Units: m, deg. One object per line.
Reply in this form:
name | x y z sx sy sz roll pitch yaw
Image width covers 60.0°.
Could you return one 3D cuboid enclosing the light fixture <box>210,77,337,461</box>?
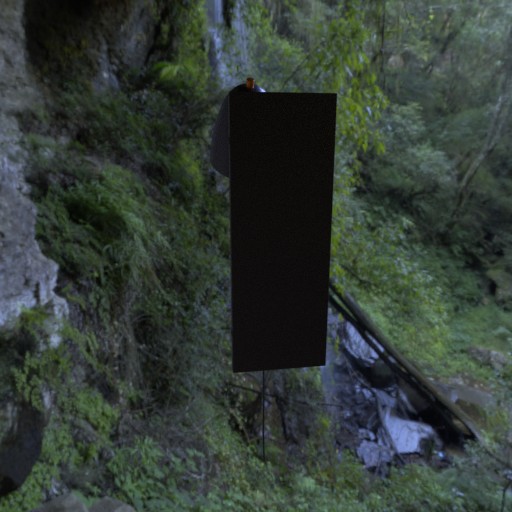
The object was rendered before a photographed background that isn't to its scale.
light fixture | 0.000 0.000 0.921 0.162 0.715 0.499 -2 15 -9
